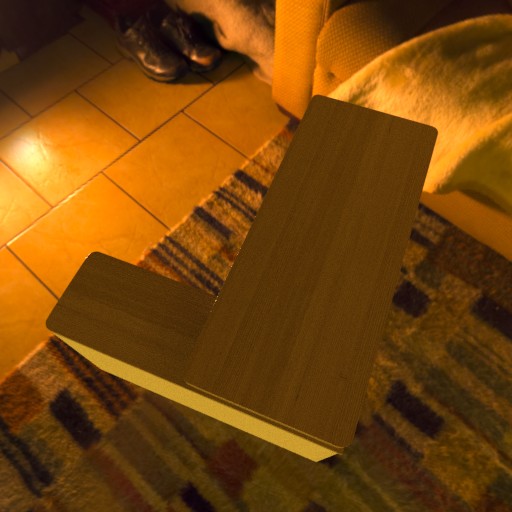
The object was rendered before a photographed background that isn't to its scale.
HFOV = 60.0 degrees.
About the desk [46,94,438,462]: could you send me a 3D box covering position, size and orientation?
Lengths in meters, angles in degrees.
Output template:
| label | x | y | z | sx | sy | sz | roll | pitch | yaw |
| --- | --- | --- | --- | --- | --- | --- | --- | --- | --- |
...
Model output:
| label | x | y | z | sx | sy | sz | roll | pitch | yaw |
| --- | --- | --- | --- | --- | --- | --- | --- | --- | --- |
| desk | 0.000 | 0.000 | 2.085 | 1.175 | 0.770 | 1.400 | 20 | 64 | 10 |
